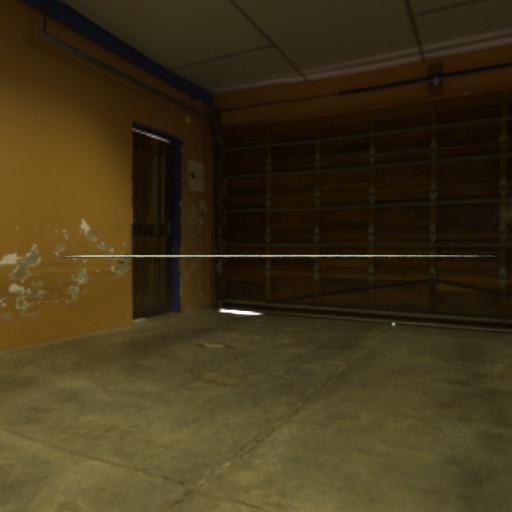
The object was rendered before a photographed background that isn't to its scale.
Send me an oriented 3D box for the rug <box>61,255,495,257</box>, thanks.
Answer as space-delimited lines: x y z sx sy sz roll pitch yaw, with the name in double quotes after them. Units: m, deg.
0.000 0.000 4.016 3.007 0.007 2.435 0 0 -17 "rug"
